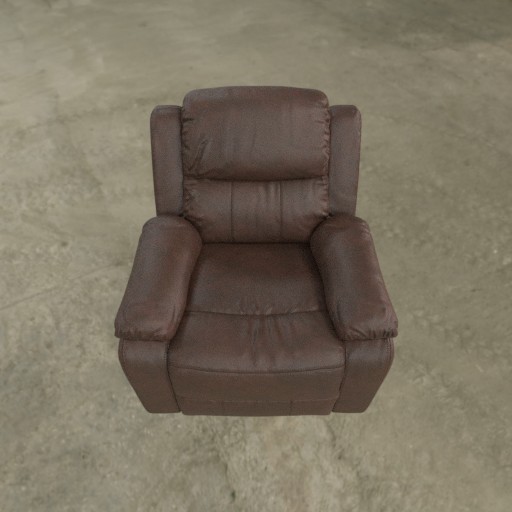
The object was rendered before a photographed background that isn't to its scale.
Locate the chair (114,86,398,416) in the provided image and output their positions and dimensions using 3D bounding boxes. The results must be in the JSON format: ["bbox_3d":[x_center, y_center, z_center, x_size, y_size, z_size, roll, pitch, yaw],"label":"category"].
[{"bbox_3d":[0.000,0.000,1.249,0.680,0.702,0.707,0,47,0],"label":"chair"}]
